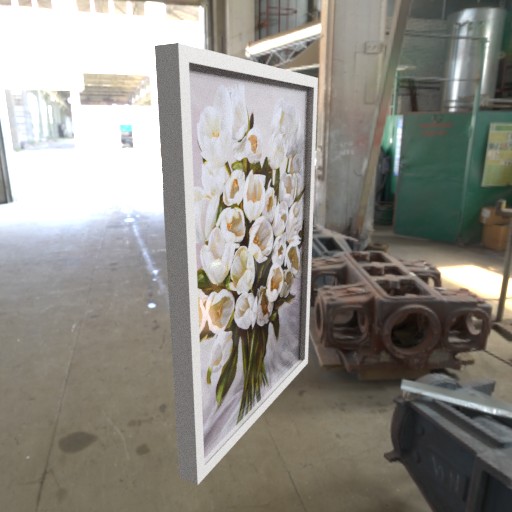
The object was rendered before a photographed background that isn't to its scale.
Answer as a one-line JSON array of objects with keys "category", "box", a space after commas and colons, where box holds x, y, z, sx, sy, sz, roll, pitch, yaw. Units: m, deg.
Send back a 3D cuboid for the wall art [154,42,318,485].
[{"category": "wall art", "box": [0.000, 0.000, 0.538, 0.025, 0.428, 0.293, 9, 18, 28]}]
